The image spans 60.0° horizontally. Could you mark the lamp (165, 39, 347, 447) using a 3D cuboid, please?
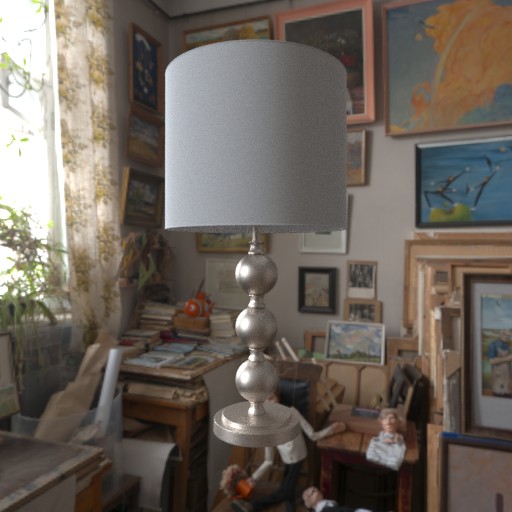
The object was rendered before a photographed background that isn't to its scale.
[{"bbox_3d":[0.000,0.000,0.687,0.277,0.538,0.277,0,1,-18],"label":"lamp"}]
